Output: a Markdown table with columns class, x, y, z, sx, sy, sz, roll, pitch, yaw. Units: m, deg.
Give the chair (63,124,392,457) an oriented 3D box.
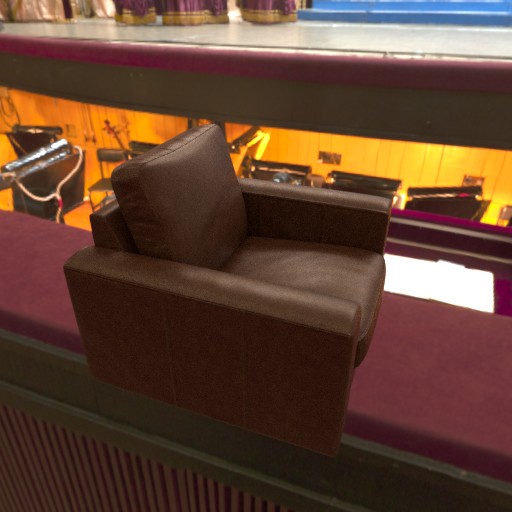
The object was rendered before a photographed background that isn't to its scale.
| class | x | y | z | sx | sy | sz | roll | pitch | yaw |
| --- | --- | --- | --- | --- | --- | --- | --- | --- | --- |
| chair | 0.000 | 0.000 | 1.788 | 1.016 | 0.873 | 1.005 | 11 | 32 | 18 |
